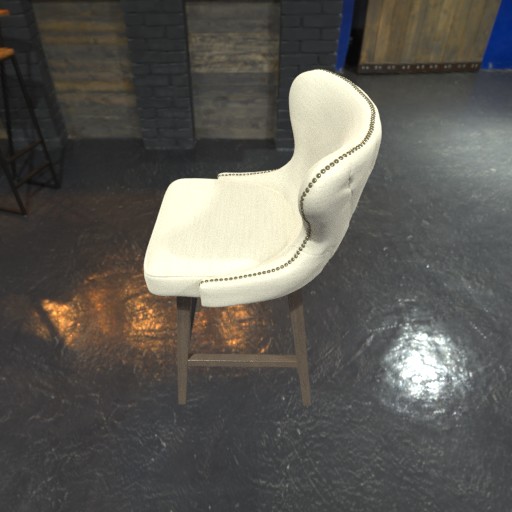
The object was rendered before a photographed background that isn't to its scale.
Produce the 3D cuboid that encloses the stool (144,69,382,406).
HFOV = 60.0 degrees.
[{"bbox_3d":[0.000,0.000,1.383,0.597,0.972,0.615,1,41,1],"label":"stool"}]
